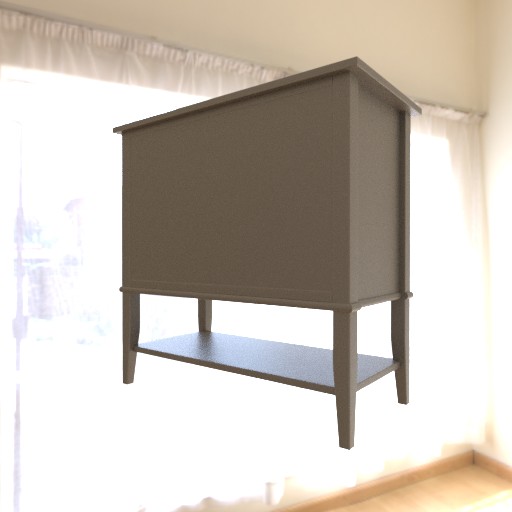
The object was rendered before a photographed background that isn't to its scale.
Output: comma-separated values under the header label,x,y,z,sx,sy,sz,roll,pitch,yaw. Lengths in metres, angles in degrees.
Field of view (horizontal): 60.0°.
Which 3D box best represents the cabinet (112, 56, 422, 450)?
label,x,y,z,sx,sy,sz,roll,pitch,yaw
cabinet,0.000,0.000,1.261,0.801,0.780,0.396,0,1,38
